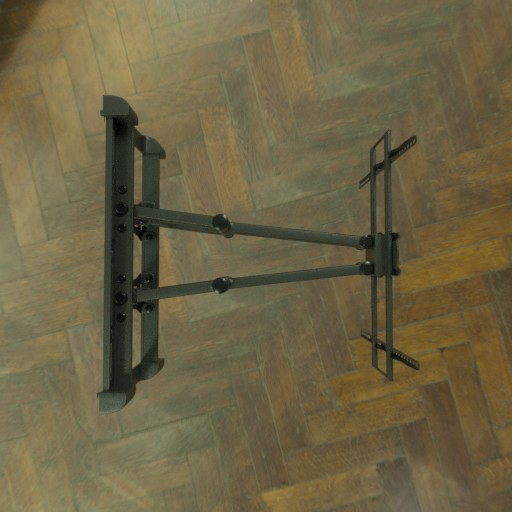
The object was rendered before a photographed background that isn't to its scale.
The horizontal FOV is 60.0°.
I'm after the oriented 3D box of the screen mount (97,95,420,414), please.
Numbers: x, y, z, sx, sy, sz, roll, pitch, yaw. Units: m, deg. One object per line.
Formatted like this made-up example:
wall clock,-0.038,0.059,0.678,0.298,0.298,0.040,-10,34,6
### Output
screen mount,0.000,0.000,0.962,0.556,0.424,0.571,0,88,0
